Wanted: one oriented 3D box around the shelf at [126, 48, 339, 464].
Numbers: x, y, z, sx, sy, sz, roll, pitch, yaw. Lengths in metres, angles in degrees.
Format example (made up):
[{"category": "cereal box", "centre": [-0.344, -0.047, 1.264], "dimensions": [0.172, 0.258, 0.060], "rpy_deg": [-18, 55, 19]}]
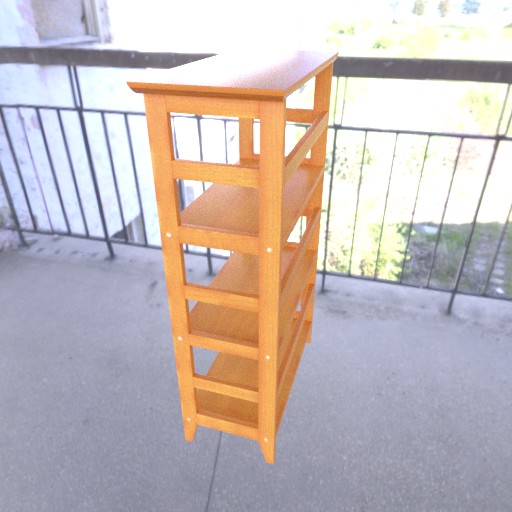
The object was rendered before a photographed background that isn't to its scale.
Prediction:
[{"category": "shelf", "centre": [0.000, 0.000, 1.329], "dimensions": [0.305, 1.067, 0.660], "rpy_deg": [9, 31, 15]}]
